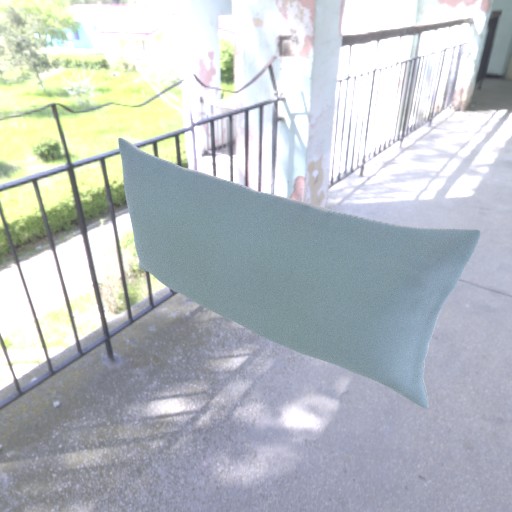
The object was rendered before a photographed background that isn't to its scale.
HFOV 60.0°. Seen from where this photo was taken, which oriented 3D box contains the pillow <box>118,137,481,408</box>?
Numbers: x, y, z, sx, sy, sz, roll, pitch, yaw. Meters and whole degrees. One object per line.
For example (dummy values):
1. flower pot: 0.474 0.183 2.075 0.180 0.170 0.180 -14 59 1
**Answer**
1. pillow: 0.000 0.000 0.709 0.610 0.287 0.151 21 37 31
